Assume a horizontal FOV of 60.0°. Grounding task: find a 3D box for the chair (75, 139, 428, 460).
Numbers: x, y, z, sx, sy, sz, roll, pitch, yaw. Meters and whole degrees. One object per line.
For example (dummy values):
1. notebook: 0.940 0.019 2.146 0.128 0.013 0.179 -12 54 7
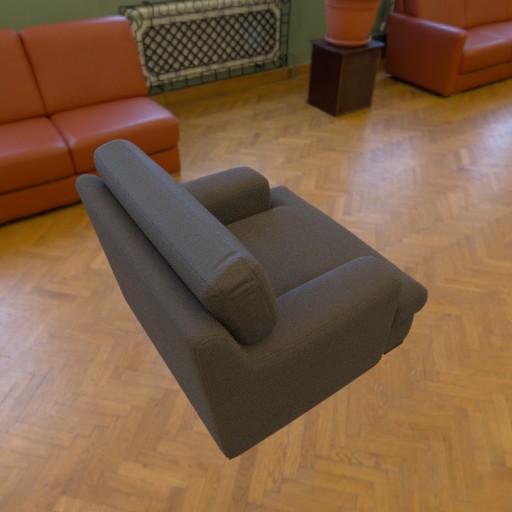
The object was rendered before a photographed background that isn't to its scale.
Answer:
1. chair: 0.000 0.000 1.979 1.143 0.940 1.168 -24 46 -26
